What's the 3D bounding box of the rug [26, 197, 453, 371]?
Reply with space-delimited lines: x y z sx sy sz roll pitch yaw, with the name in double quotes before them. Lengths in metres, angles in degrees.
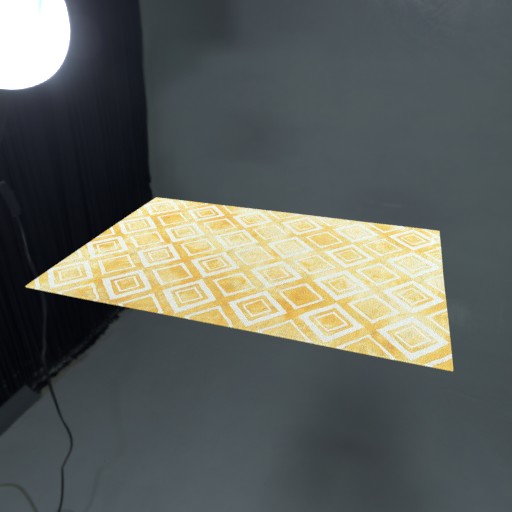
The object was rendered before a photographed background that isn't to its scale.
"rug" 0.000 0.000 2.286 1.829 0.010 1.213 8 29 15
